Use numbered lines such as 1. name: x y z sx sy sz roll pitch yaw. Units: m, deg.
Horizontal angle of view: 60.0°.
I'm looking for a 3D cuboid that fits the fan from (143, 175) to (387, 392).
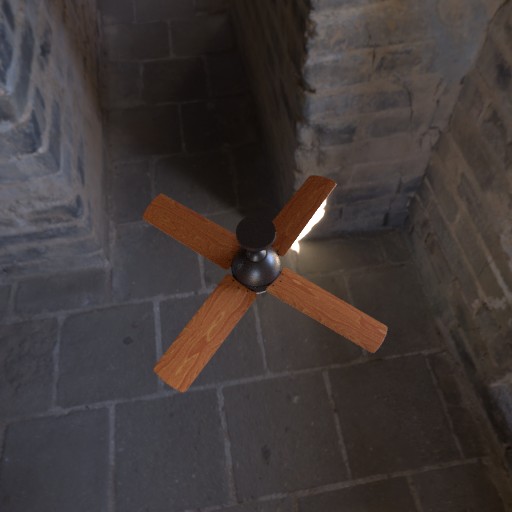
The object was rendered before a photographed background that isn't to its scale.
1. fan: 0.000 0.000 2.034 1.332 0.403 1.332 30 64 17
